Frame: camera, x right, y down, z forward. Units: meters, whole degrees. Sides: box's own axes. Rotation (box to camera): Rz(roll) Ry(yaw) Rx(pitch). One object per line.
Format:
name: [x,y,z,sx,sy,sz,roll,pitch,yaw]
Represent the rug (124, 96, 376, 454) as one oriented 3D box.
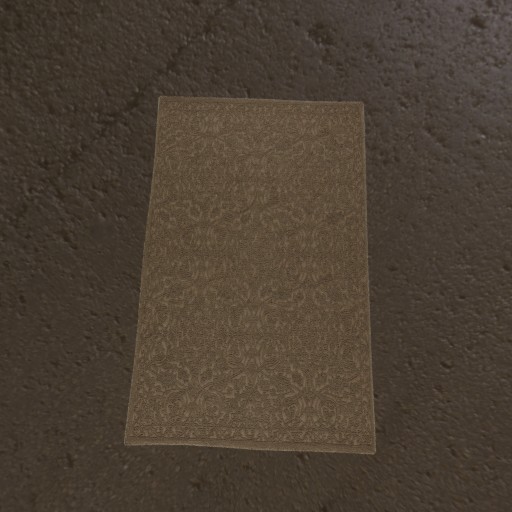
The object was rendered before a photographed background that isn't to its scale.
rug: [0.000,0.000,2.999,1.529,0.012,2.435,2,75,0]
